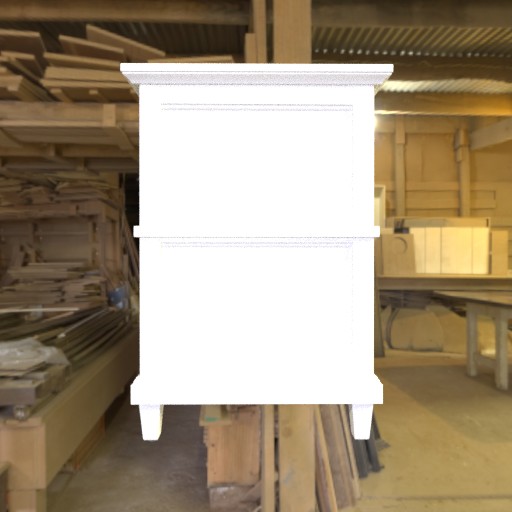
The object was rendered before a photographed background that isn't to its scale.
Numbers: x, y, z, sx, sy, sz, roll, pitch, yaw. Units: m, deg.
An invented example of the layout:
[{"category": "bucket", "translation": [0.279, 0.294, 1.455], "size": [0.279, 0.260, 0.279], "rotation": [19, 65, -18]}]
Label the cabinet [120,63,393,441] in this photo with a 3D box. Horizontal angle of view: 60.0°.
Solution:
[{"category": "cabinet", "translation": [0.000, 0.000, 1.161], "size": [0.547, 0.775, 0.544], "rotation": [0, 0, 0]}]
